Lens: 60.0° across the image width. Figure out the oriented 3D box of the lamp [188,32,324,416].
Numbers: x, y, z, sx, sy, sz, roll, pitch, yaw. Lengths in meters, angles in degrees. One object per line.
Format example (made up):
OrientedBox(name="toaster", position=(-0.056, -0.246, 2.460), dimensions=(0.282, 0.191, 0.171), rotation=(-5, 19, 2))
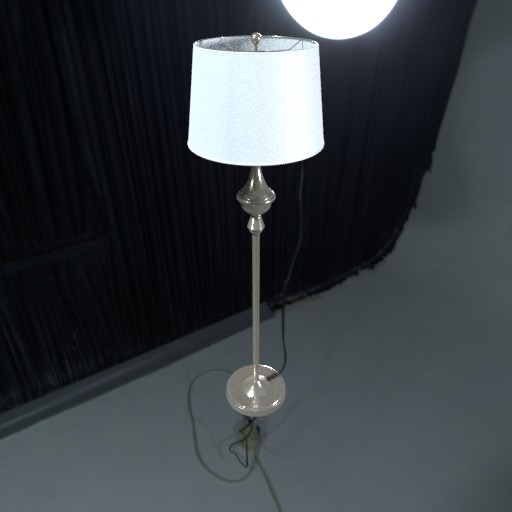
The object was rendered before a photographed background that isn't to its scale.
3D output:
OrientedBox(name="lamp", position=(0.000, 0.000, 1.644), dimensions=(0.431, 1.488, 0.431), rotation=(0, 33, 0))
